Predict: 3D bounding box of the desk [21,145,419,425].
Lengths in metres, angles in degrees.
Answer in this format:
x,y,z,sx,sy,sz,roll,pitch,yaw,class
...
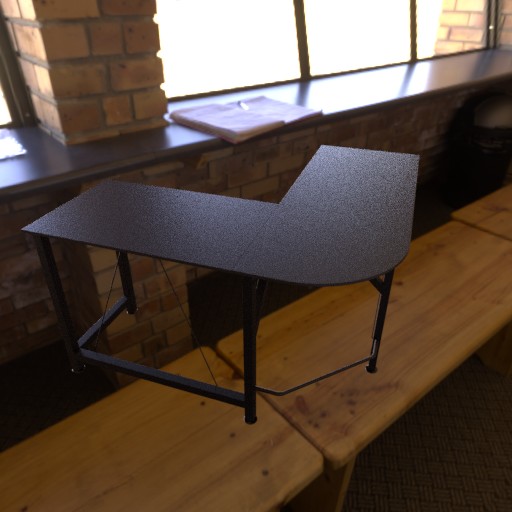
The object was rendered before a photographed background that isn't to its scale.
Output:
x,y,z,sx,sy,sz,roll,pitch,yaw,class
0.000,0.000,2.247,1.400,0.762,1.400,10,33,16,desk
